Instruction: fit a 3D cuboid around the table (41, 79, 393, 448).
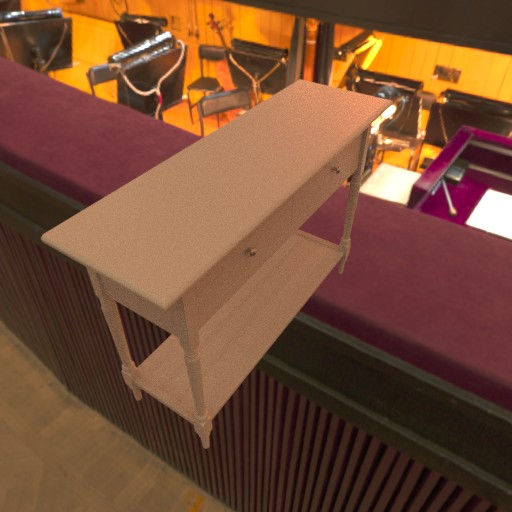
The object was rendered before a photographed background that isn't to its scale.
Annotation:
[{"bbox_3d":[0.000,0.000,1.568,0.384,0.808,1.197,24,47,25],"label":"table"}]
